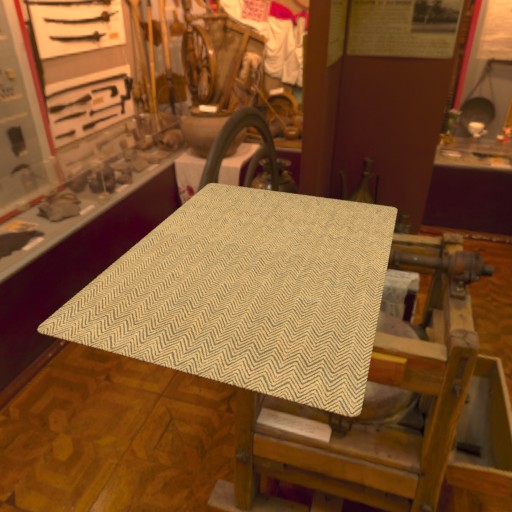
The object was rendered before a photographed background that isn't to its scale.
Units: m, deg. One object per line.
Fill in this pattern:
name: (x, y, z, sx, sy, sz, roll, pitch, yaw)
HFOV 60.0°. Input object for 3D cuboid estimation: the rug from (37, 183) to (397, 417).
rug: (0.000, 0.000, 4.299, 2.439, 0.014, 3.207, 10, 32, 16)
